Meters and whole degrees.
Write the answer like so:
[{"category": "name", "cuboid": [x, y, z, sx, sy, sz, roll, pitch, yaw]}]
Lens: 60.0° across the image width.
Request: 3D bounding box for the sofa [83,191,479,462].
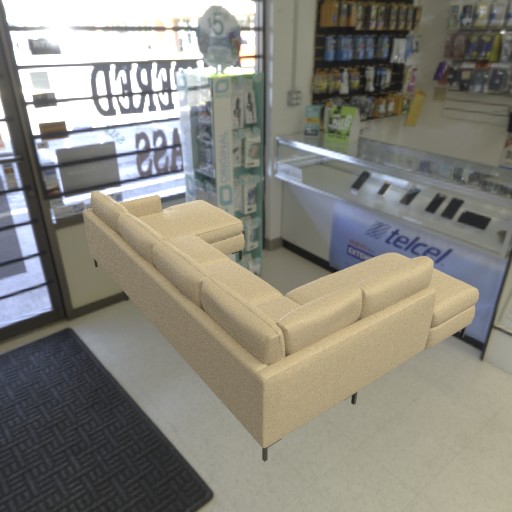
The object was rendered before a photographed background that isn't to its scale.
[{"category": "sofa", "cuboid": [0.000, 0.000, 3.547, 1.879, 0.756, 2.737, -18, 32, -32]}]
